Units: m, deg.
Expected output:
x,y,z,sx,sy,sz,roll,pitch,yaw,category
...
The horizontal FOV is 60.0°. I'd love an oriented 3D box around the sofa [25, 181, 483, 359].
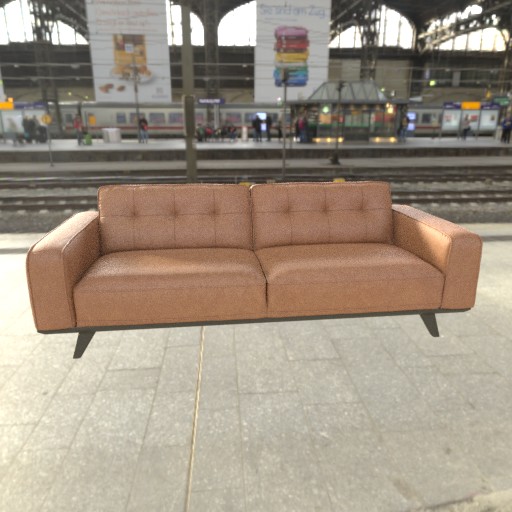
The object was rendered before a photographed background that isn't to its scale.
x,y,z,sx,sy,sz,roll,pitch,yaw,category
0.000,0.000,2.624,2.270,0.780,0.953,-2,17,-7,sofa
